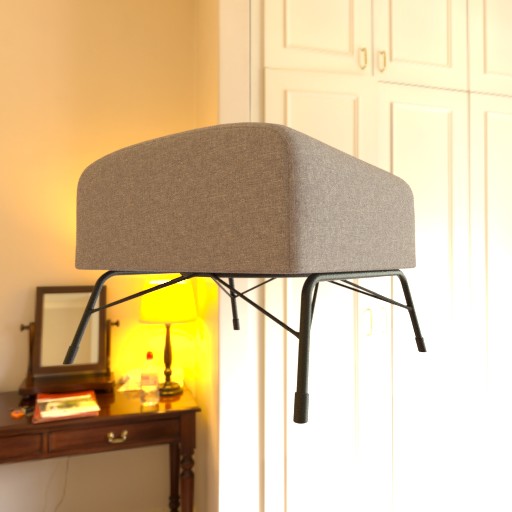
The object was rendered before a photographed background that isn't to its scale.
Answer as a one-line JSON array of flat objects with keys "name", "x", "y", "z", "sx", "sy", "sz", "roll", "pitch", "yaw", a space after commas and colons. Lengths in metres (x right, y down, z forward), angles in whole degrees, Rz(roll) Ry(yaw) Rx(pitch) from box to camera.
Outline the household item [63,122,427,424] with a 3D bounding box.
[{"name": "household item", "x": 0.000, "y": 0.000, "z": 0.899, "sx": 0.530, "sy": 0.410, "sz": 0.530, "roll": 0, "pitch": -1, "yaw": 36}]
